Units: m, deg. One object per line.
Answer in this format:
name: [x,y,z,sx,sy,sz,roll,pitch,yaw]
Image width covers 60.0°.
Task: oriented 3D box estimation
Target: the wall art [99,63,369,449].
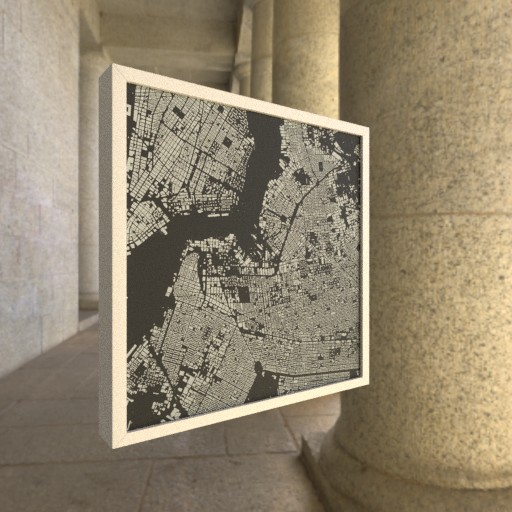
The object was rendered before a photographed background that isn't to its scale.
wall art: [0.000,0.000,0.453,0.305,0.305,0.037,0,0,-36]
